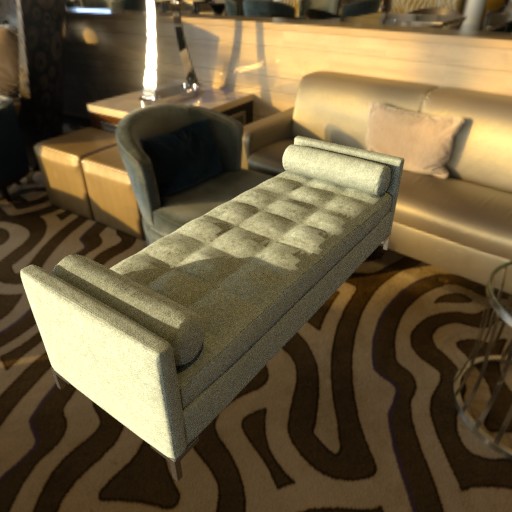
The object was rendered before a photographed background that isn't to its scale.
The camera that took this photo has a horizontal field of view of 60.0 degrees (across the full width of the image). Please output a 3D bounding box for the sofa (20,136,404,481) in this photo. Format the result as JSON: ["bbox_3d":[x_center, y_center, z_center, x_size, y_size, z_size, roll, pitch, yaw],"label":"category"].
[{"bbox_3d":[0.000,0.000,2.396,0.797,0.657,2.102,21,38,30],"label":"sofa"}]
